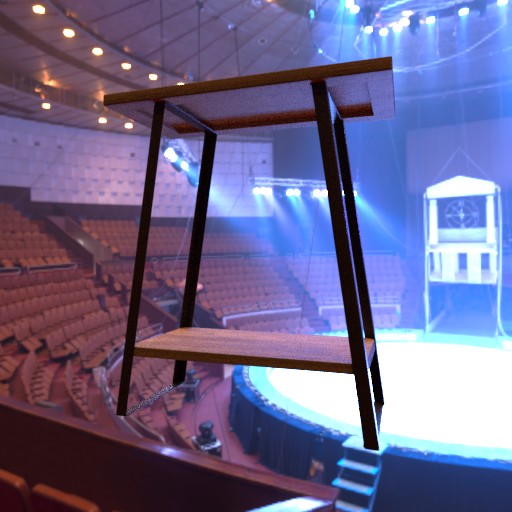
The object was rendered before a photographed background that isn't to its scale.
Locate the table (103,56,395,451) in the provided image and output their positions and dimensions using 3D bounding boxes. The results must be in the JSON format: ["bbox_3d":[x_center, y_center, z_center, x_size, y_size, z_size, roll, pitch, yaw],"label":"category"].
[{"bbox_3d":[0.000,0.000,1.010,0.599,0.701,0.300,0,0,18],"label":"table"}]
